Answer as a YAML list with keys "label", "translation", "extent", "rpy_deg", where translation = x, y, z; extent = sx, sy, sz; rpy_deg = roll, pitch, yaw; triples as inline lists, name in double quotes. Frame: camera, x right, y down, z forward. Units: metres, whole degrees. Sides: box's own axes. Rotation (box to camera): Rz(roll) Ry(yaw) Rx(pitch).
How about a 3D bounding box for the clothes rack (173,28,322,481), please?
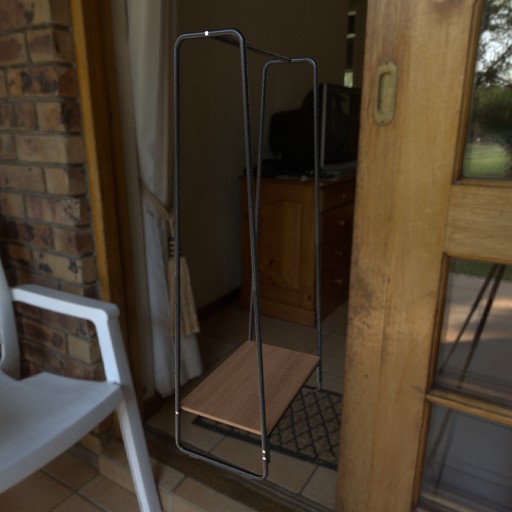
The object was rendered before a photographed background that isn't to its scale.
- label: "clothes rack"
  translation: [0.000, 0.000, 1.737]
  extent: [0.400, 1.500, 0.640]
  rpy_deg: [8, 18, 25]
